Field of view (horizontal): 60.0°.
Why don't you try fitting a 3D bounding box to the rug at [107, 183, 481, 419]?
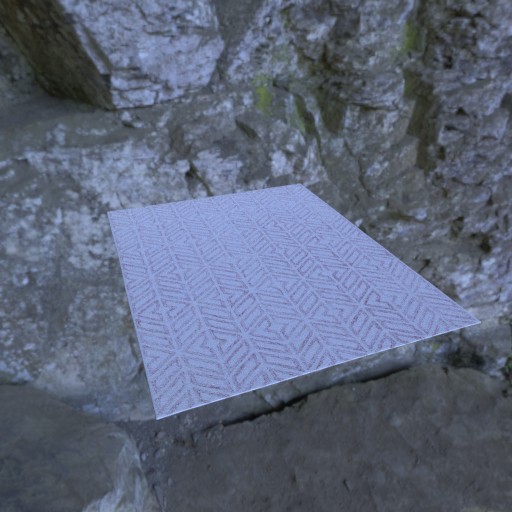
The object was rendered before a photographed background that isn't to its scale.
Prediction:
[{"bbox_3d":[0.000,0.000,4.150,2.421,0.008,3.045,-11,32,-18],"label":"rug"}]
